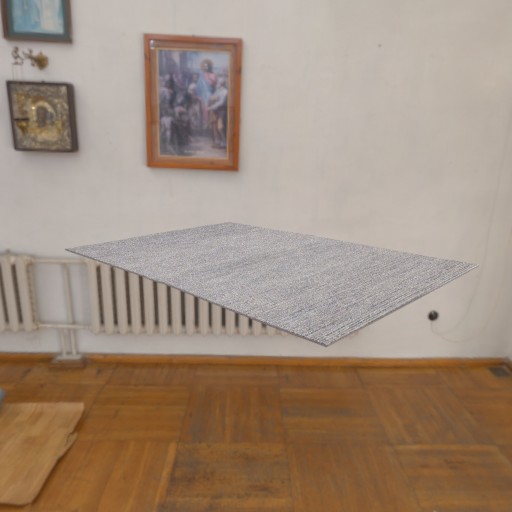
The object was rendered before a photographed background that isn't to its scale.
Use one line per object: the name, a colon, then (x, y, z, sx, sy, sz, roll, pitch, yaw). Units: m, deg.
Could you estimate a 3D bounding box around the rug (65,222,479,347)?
rug: (0.000, 0.000, 2.964, 2.307, 0.030, 1.604, 13, 19, 43)
